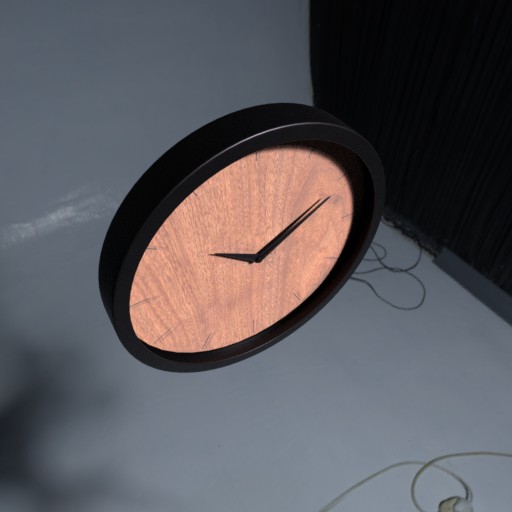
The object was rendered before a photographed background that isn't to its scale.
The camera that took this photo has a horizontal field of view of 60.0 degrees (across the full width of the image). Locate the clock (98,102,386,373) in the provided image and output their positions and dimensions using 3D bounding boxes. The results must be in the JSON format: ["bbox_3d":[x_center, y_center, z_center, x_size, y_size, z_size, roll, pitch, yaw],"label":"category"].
[{"bbox_3d":[0.000,0.000,0.463,0.314,0.314,0.040,-23,50,-21],"label":"clock"}]
